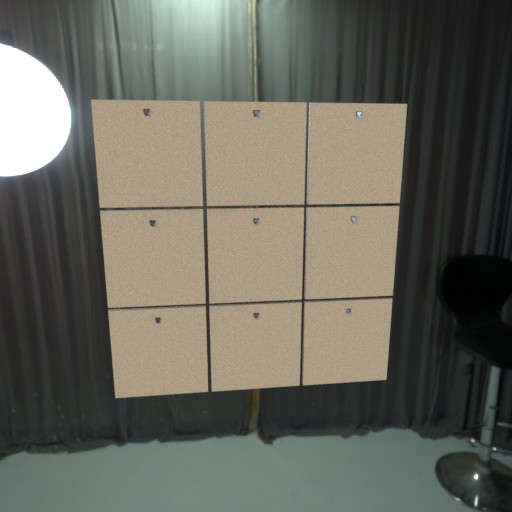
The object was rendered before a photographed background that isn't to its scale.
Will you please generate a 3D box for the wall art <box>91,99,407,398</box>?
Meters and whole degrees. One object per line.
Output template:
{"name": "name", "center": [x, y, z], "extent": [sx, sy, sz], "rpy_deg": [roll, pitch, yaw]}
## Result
{"name": "wall art", "center": [0.000, 0.000, 1.369], "extent": [0.906, 0.904, 0.018], "rpy_deg": [-2, 14, -7]}
